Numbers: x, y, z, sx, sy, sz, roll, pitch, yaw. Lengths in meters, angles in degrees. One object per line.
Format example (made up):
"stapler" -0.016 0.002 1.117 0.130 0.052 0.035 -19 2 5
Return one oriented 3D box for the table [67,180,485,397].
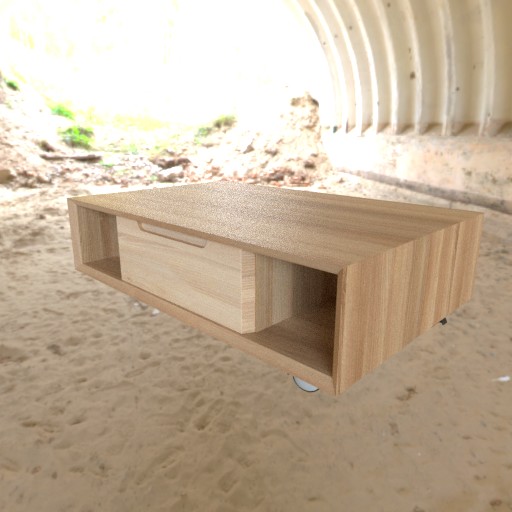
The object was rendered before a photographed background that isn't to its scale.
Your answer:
"table" 0.000 0.000 1.411 1.100 0.330 0.700 15 22 42
